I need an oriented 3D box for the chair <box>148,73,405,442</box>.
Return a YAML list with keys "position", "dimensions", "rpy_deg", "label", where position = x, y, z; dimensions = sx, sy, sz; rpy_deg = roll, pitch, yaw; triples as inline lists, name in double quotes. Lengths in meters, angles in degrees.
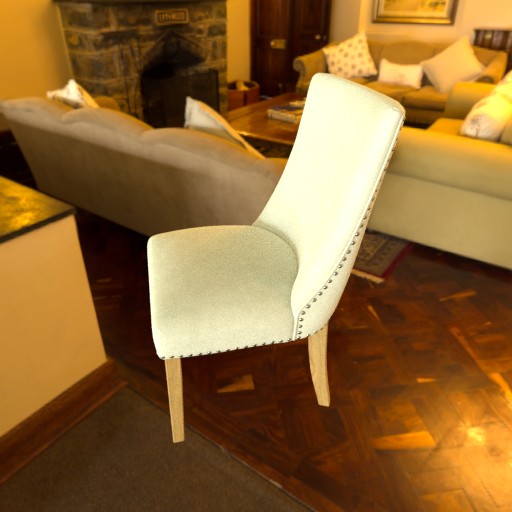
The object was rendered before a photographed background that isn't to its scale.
- position: [0.000, 0.000, 1.267]
  dimensions: [0.610, 0.902, 0.495]
  rpy_deg: [-7, 32, -12]
  label: "chair"
